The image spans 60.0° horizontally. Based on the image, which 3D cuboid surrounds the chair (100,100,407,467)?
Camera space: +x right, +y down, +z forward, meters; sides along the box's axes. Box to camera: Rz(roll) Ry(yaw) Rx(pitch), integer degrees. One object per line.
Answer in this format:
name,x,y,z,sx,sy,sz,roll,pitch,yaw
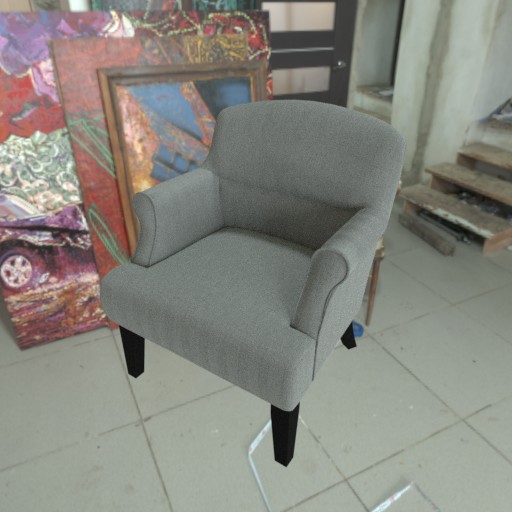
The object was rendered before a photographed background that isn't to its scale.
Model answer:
chair,0.000,0.000,1.472,0.772,0.880,0.755,19,35,29
